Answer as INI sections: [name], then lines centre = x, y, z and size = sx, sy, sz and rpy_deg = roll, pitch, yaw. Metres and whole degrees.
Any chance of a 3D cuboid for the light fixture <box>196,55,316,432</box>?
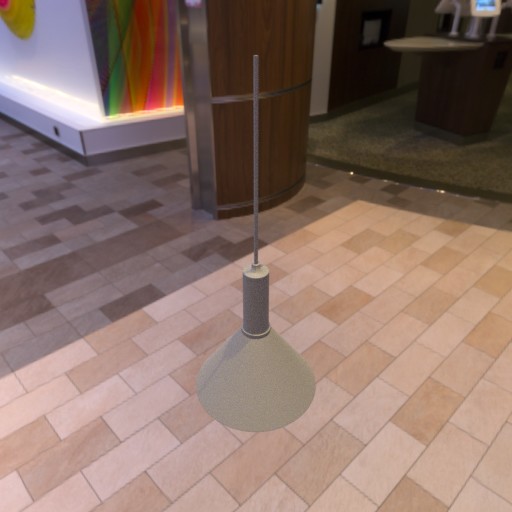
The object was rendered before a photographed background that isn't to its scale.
[light fixture]
centre = 0.000, 0.000, 0.821
size = 0.267, 0.683, 0.267
rpy_deg = 0, 32, 0
